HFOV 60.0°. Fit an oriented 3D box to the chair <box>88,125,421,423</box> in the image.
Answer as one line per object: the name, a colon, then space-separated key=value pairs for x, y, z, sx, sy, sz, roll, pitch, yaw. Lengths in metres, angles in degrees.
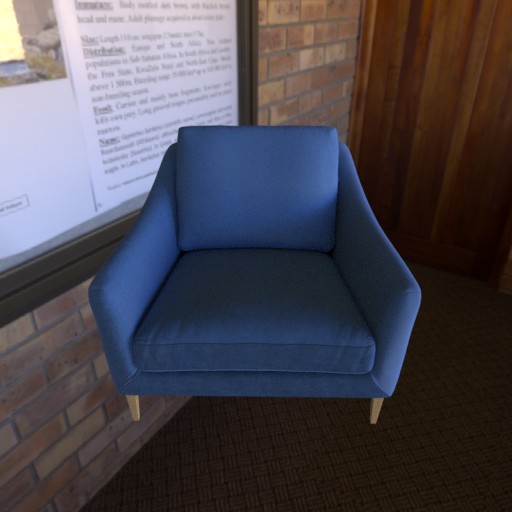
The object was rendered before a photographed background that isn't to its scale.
chair: x=0.000 y=0.000 z=1.758 sx=0.987 sy=0.899 sz=0.961 roll=0 pitch=30 yaw=1
